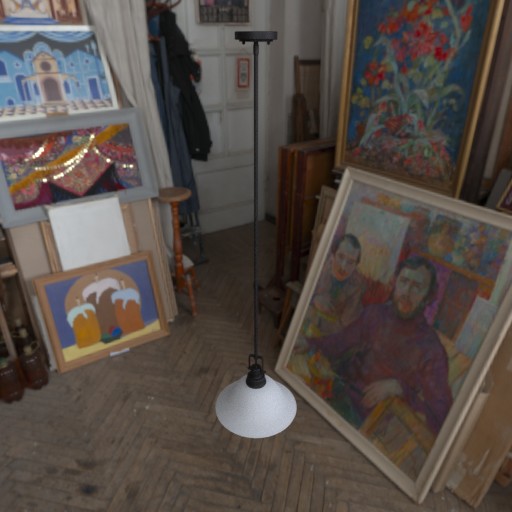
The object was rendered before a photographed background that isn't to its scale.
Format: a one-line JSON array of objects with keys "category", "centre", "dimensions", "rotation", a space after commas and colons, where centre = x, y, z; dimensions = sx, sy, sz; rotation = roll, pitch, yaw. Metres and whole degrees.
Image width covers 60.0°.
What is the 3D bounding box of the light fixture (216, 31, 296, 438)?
[{"category": "light fixture", "centre": [0.000, 0.000, 1.480], "dimensions": [0.324, 1.337, 0.324], "rotation": [9, 28, 17]}]
